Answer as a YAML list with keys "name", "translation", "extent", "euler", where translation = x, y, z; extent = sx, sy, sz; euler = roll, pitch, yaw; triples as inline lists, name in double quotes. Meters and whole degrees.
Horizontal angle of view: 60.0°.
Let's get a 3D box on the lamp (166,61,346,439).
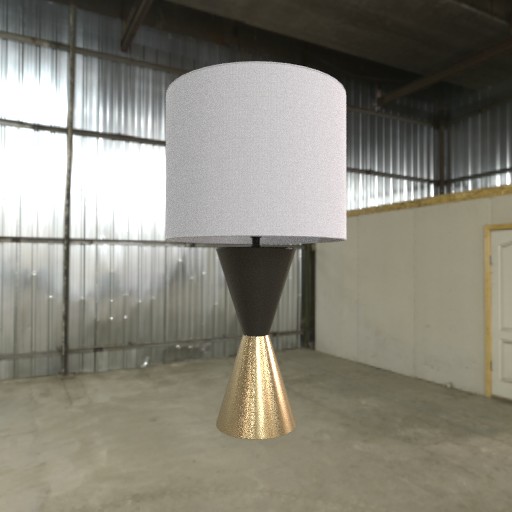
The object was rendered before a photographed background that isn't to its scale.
- name: "lamp"
  translation: [0.000, 0.000, 0.761]
  extent: [0.304, 0.573, 0.304]
  euler: [0, 0, 0]
